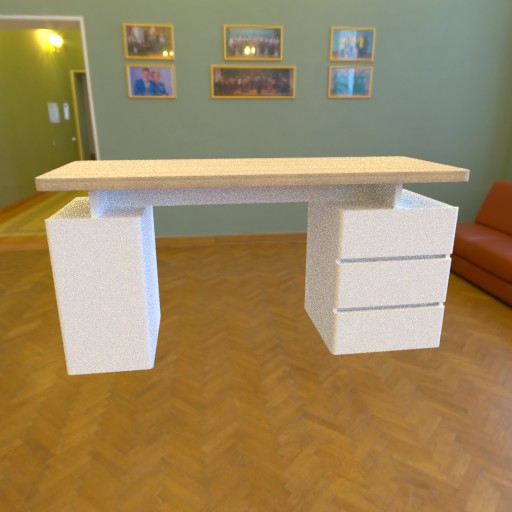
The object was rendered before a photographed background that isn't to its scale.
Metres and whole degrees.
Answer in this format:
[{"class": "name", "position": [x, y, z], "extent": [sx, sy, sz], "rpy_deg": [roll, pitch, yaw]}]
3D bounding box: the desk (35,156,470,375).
[{"class": "desk", "position": [0.000, 0.000, 1.870], "extent": [1.500, 0.755, 0.550], "rpy_deg": [-3, 18, -8]}]
